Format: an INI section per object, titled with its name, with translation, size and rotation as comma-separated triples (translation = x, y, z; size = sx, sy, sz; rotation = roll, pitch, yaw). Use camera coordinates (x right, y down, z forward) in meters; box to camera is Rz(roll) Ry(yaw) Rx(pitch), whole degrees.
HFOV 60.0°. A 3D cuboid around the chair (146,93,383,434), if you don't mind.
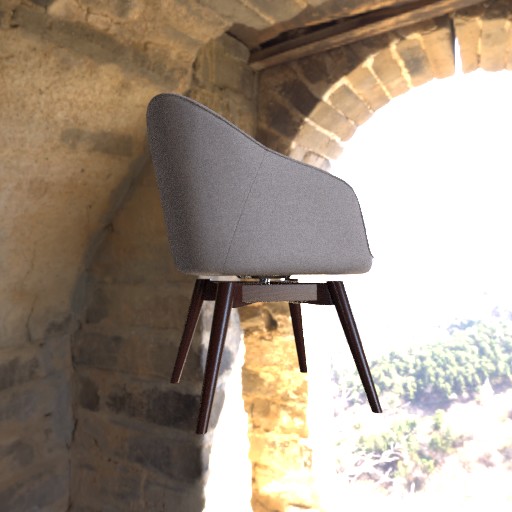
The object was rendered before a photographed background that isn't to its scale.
[chair]
translation = 0.000, 0.000, 1.309
size = 0.635, 0.823, 0.596
rotation = 0, -2, -18
